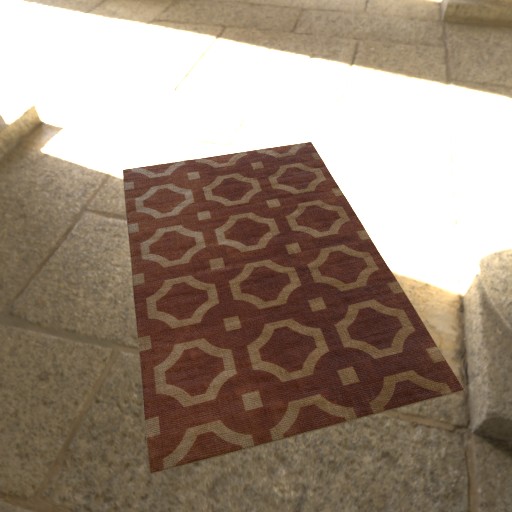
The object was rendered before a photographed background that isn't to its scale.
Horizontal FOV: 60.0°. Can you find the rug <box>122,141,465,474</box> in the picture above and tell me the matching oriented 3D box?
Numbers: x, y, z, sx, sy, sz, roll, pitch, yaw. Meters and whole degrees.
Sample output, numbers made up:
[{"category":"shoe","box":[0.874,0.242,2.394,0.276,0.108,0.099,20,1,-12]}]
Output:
[{"category":"rug","box":[0.000,0.000,2.817,1.555,0.016,2.286,-11,48,-10]}]
